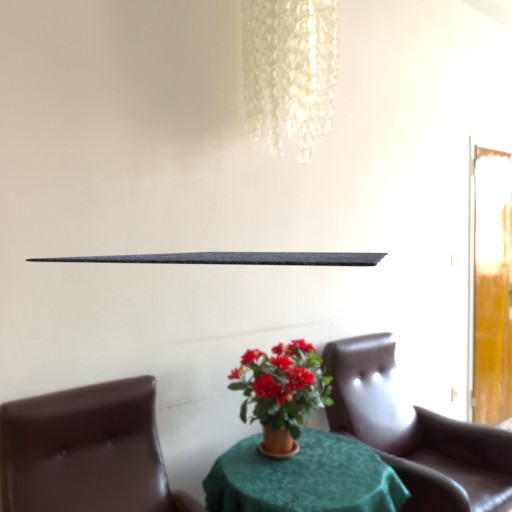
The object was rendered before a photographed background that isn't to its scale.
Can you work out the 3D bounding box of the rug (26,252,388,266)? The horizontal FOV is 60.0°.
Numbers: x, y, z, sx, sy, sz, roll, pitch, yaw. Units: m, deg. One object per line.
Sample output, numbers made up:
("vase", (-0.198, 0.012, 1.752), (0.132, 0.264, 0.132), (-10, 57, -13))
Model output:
("rug", (0.000, 0.000, 4.253), (2.385, 0.024, 3.245), (0, 2, 17))
